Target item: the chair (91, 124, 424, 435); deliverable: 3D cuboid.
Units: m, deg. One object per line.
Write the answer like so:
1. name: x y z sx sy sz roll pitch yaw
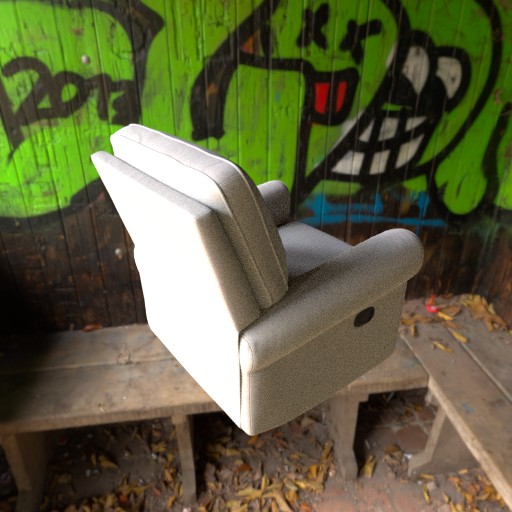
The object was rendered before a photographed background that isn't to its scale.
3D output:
1. chair: 0.000 0.000 1.665 0.878 0.960 0.890 -19 33 -32
